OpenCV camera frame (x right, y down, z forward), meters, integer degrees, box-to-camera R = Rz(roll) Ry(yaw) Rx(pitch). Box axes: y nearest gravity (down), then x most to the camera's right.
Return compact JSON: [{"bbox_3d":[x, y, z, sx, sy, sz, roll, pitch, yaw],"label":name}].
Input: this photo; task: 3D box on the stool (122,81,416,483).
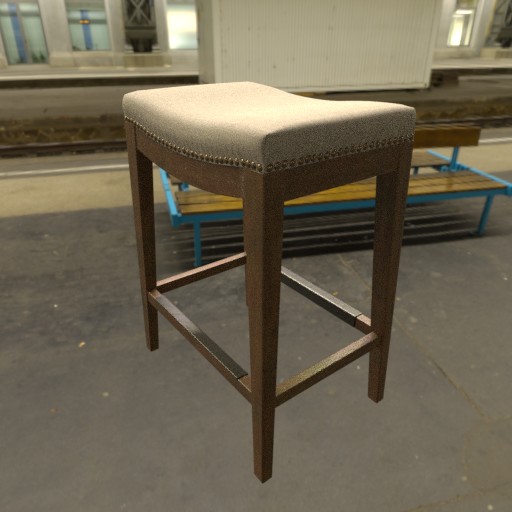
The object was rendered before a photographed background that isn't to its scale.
[{"bbox_3d":[0.000,0.000,0.961,0.356,0.660,0.508,-19,33,-33],"label":"stool"}]
